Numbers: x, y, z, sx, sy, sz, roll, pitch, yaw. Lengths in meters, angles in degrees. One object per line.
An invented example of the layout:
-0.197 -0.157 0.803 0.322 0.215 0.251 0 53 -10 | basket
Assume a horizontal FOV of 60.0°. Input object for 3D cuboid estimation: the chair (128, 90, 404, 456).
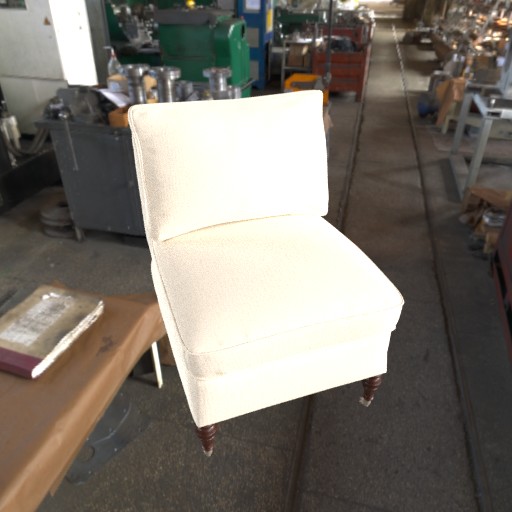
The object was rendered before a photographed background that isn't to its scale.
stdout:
0.000 0.000 1.405 0.630 0.887 0.781 -11 34 -16 | chair
